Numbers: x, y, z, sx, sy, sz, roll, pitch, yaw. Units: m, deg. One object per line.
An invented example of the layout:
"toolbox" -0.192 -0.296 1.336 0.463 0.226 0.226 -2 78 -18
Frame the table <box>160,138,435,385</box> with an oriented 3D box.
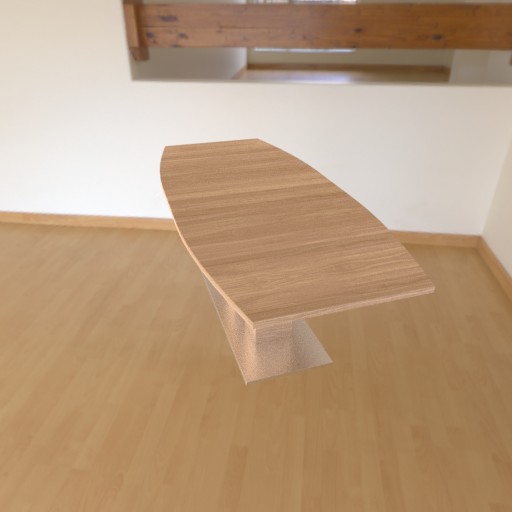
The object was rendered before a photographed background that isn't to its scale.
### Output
"table" 0.000 0.000 2.483 0.900 0.750 2.032 -9 31 -15
